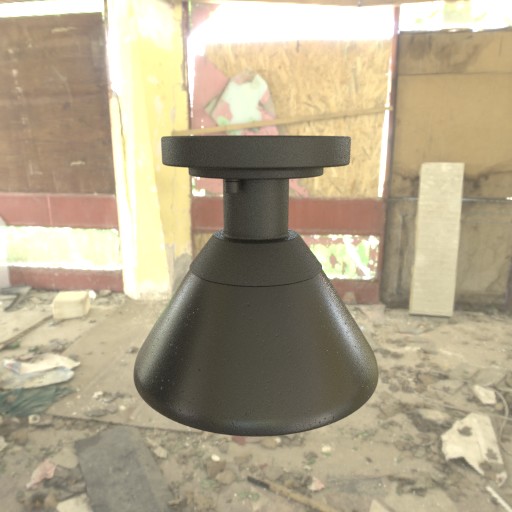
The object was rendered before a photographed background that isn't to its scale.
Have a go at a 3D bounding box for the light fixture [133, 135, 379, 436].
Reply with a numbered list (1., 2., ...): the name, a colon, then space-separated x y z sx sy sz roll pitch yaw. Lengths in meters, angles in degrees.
1. light fixture: 0.000 0.000 0.353 0.200 0.183 0.200 0 14 0
